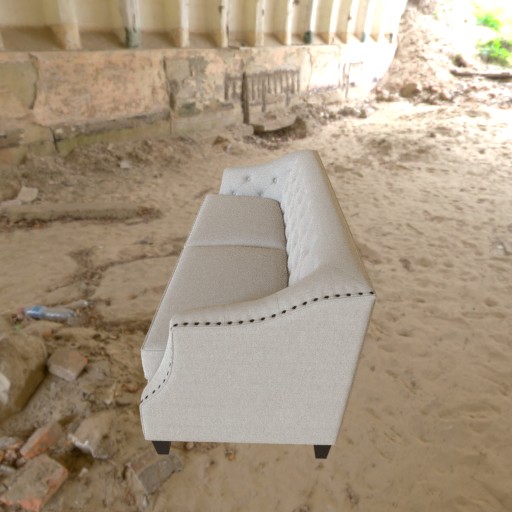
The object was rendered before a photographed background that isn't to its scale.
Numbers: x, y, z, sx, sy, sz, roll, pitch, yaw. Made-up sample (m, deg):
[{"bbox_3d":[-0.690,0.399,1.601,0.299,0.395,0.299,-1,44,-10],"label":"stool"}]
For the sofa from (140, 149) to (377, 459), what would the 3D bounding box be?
[{"bbox_3d":[0.000,0.000,2.712,0.914,0.901,2.235,1,26,2],"label":"sofa"}]
